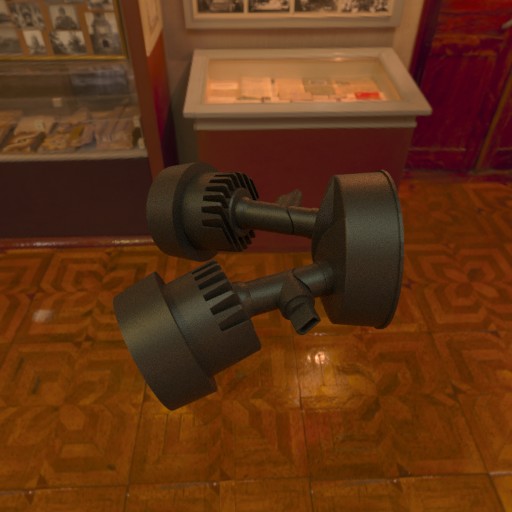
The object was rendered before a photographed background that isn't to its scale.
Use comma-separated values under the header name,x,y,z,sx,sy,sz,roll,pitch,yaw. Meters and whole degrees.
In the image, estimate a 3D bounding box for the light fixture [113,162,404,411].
name,x,y,z,sx,sy,sz,roll,pitch,yaw
light fixture,0.000,0.000,0.309,0.168,0.120,0.213,0,41,0
